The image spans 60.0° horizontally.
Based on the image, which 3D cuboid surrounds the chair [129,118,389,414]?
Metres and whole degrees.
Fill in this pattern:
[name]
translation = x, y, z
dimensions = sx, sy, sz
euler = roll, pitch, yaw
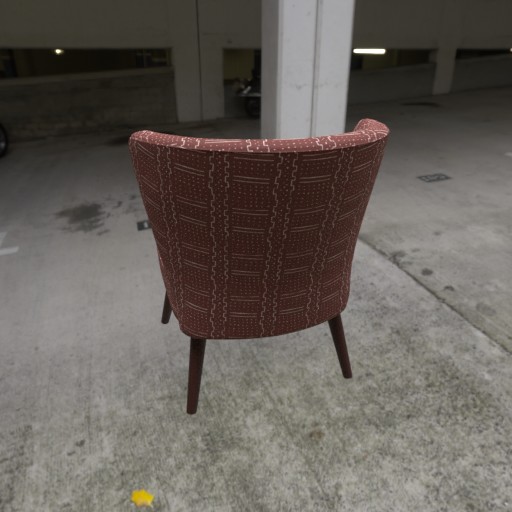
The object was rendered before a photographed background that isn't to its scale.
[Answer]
[chair]
translation = 0.000, 0.000, 1.424
dimensions = 0.706, 0.866, 0.758
euler = -8, 27, -16
